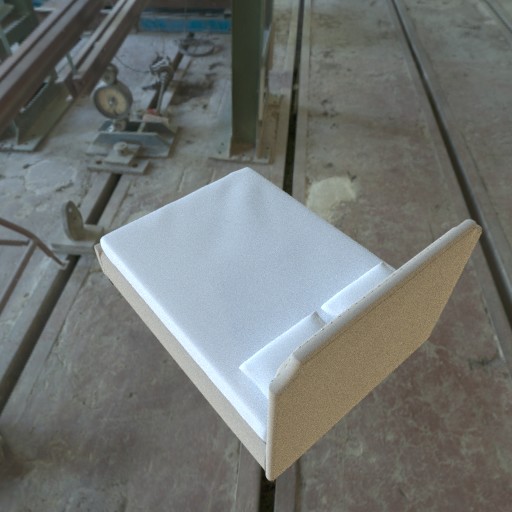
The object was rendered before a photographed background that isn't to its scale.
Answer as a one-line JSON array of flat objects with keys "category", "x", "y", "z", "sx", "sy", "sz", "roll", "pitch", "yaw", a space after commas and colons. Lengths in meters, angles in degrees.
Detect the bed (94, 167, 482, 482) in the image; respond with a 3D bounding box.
[{"category": "bed", "x": 0.000, "y": 0.000, "z": 3.373, "sx": 1.713, "sy": 1.443, "sz": 2.372, "roll": -31, "pitch": 54, "yaw": -26}]
